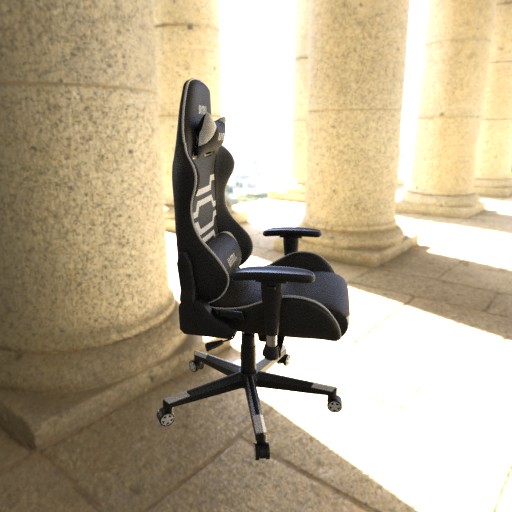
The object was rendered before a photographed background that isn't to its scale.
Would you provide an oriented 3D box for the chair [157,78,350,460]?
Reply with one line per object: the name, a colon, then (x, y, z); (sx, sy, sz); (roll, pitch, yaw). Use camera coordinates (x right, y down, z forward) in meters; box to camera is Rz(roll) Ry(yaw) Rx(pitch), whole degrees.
chair: (0.000, 0.000, 1.649); (0.700, 1.240, 0.700); (3, 16, 10)
